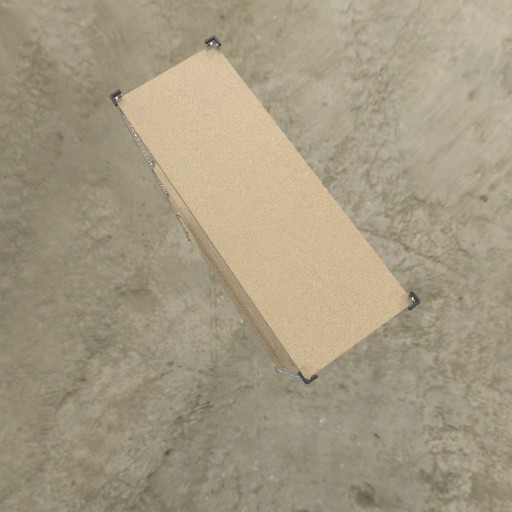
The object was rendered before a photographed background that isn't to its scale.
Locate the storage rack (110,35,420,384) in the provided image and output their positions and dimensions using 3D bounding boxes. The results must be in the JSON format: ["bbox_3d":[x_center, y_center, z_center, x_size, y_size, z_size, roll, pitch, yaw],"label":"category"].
[{"bbox_3d":[0.000,0.000,2.397,0.457,1.829,1.219,-34,79,-8],"label":"storage rack"}]
